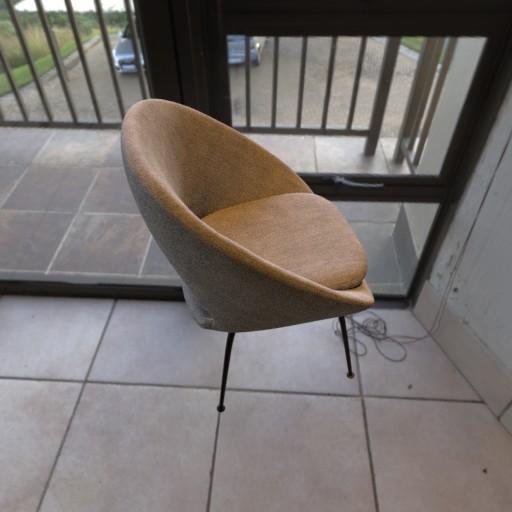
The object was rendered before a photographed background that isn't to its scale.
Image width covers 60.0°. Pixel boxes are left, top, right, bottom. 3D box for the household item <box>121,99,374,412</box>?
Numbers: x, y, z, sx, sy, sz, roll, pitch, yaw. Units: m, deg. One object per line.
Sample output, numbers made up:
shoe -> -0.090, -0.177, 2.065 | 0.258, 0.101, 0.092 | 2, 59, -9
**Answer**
household item -> 0.000, 0.000, 1.260 | 0.587, 0.869, 0.643 | -11, 46, -11
